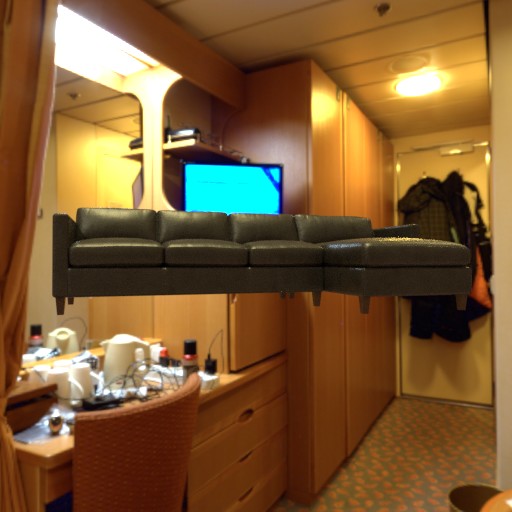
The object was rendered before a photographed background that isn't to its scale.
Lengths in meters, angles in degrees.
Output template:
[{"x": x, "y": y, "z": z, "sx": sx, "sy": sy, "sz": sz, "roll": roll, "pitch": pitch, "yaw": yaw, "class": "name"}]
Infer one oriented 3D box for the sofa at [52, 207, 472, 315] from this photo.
[{"x": 0.000, "y": 0.000, "z": 3.840, "sx": 3.203, "sy": 0.883, "sz": 1.581, "roll": 0, "pitch": -1, "yaw": -18, "class": "sofa"}]
